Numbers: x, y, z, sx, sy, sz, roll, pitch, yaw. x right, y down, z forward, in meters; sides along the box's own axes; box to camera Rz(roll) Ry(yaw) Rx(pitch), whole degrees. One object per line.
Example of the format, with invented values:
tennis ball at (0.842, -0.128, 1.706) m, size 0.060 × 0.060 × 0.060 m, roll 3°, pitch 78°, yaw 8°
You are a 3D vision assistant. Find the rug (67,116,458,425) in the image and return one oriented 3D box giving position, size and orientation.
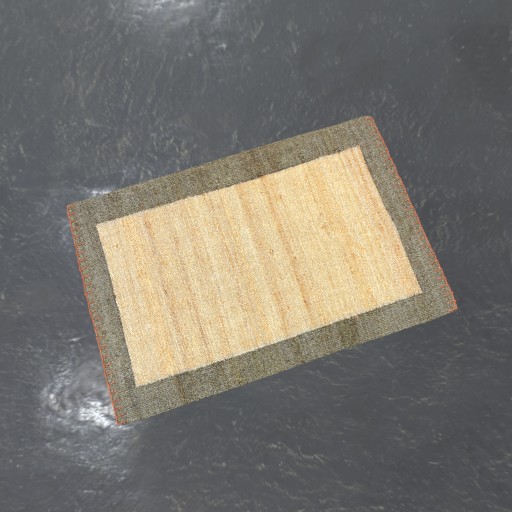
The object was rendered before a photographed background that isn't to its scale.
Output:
rug at (0.000, 0.000, 2.375) m, size 1.838 × 0.019 × 1.220 m, roll -18°, pitch 76°, yaw -5°
